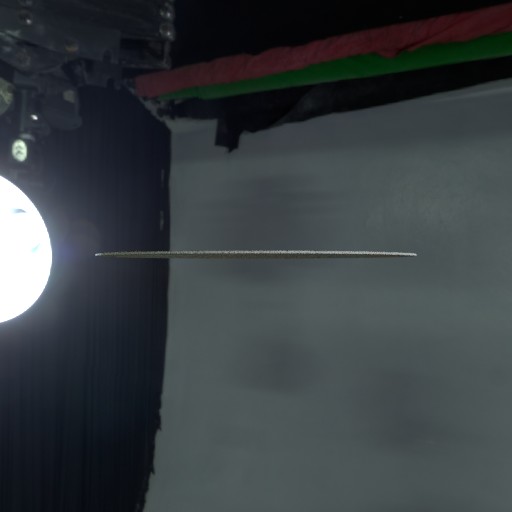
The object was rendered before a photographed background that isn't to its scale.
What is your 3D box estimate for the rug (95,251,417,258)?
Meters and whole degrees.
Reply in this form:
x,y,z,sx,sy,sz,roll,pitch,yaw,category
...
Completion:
x,y,z,sx,sy,sz,roll,pitch,yaw,category
0.000,0.000,2.346,1.598,0.010,1.598,0,-1,0,rug
